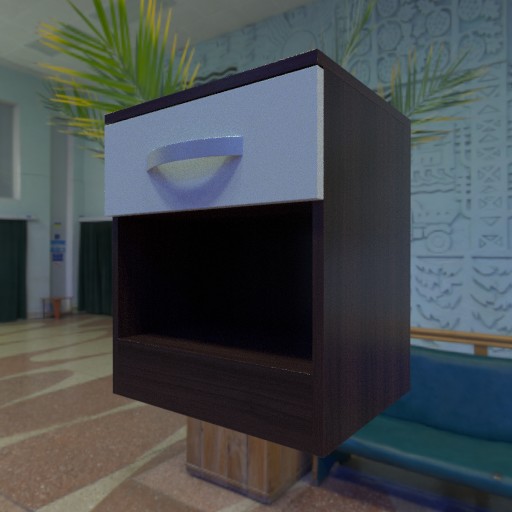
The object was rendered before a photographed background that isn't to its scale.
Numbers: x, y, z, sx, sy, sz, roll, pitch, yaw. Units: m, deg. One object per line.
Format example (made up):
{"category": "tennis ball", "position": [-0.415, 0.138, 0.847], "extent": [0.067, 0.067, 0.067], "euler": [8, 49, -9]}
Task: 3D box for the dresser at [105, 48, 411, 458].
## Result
{"category": "dresser", "position": [0.000, 0.000, 0.742], "extent": [0.400, 0.470, 0.360], "euler": [0, 0, 37]}
